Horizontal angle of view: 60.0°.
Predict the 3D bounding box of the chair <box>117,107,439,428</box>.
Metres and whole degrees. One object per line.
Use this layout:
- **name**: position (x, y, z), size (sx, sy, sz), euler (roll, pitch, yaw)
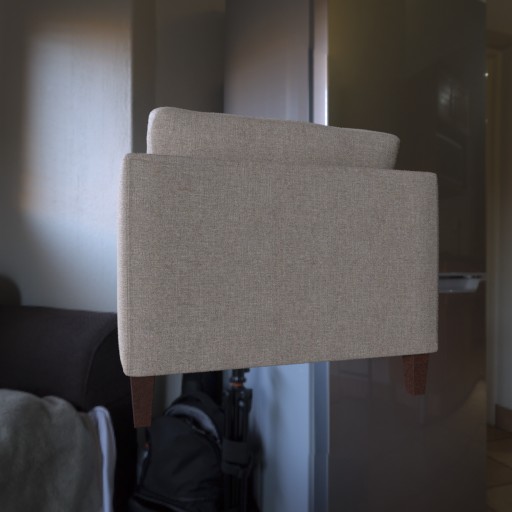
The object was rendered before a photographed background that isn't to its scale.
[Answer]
- **chair**: position (0.000, 0.000, 1.848), size (1.107, 0.987, 0.959), euler (0, 0, -18)
